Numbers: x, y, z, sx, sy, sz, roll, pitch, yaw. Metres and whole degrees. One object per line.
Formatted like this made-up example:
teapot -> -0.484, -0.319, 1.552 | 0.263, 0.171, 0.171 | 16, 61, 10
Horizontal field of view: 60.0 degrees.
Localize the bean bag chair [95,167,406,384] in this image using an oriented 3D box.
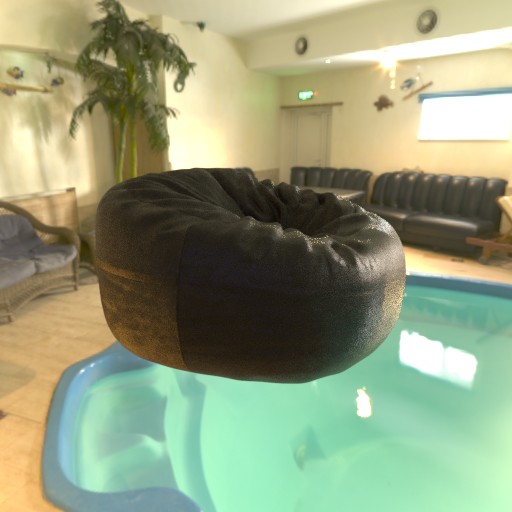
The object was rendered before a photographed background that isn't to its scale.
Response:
bean bag chair -> 0.000, 0.000, 2.369 | 1.524, 0.878, 1.524 | 8, 17, 27
